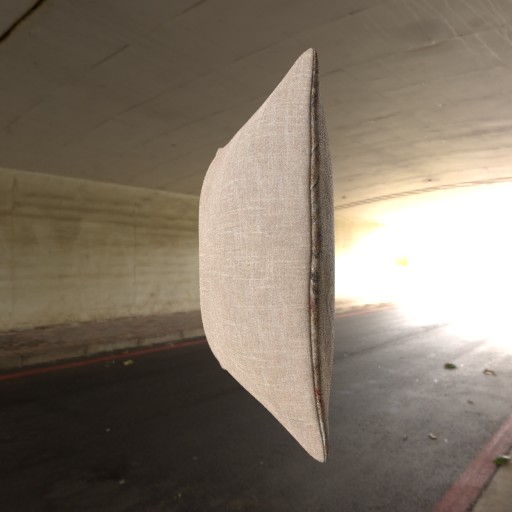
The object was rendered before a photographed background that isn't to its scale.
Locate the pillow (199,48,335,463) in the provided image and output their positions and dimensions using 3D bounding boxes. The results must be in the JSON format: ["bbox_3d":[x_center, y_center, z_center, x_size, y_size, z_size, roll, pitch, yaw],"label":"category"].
[{"bbox_3d":[0.000,0.000,0.780,0.166,0.506,0.523,0,-1,-17],"label":"pillow"}]
